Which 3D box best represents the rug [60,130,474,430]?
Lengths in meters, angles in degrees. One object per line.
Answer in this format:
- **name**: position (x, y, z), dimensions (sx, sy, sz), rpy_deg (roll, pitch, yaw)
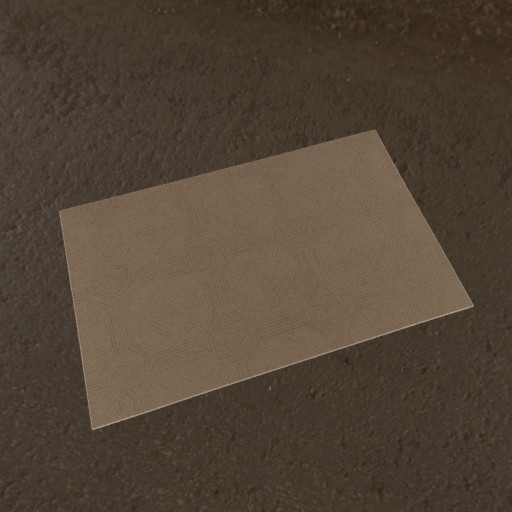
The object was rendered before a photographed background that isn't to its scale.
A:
- **rug**: position (0.000, 0.000, 2.988), dimensions (2.440, 0.008, 1.524), rpy_deg (-16, 65, -8)
